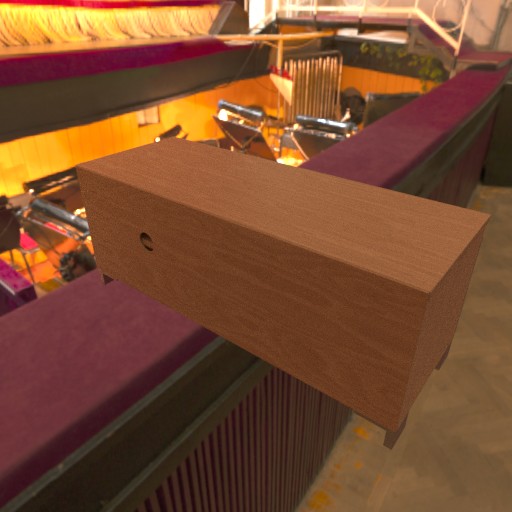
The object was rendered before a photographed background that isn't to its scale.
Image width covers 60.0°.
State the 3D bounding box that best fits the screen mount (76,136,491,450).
[{"bbox_3d":[0.000,0.000,1.299,1.084,0.432,0.406,22,37,32],"label":"screen mount"}]
